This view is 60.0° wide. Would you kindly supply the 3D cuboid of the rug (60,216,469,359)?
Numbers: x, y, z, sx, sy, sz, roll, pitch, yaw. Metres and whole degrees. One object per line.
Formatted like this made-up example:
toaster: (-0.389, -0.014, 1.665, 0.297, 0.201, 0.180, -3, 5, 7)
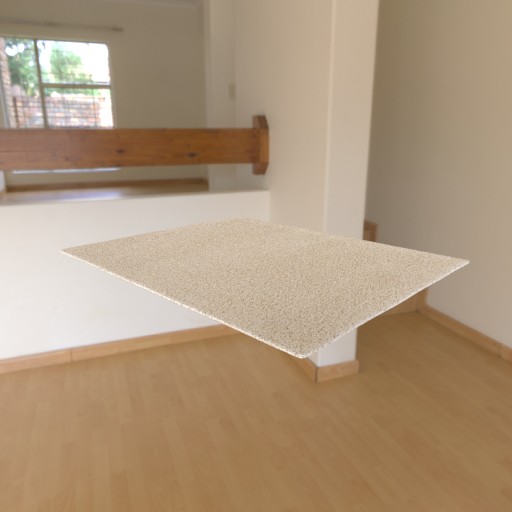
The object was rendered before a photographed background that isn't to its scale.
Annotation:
rug: (0.000, 0.000, 4.187, 3.047, 0.029, 2.438, 15, 22, 42)
